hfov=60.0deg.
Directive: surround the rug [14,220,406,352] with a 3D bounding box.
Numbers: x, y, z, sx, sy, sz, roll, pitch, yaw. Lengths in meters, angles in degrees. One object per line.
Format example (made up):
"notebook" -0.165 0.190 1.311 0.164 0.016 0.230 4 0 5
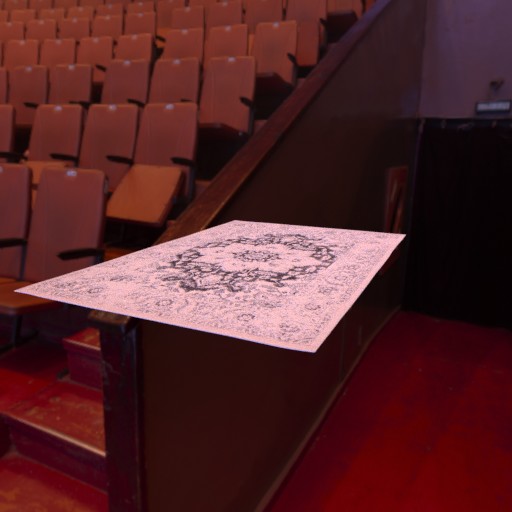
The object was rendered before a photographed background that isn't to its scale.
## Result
"rug" 0.000 0.000 2.251 1.223 0.008 1.813 7 16 25
